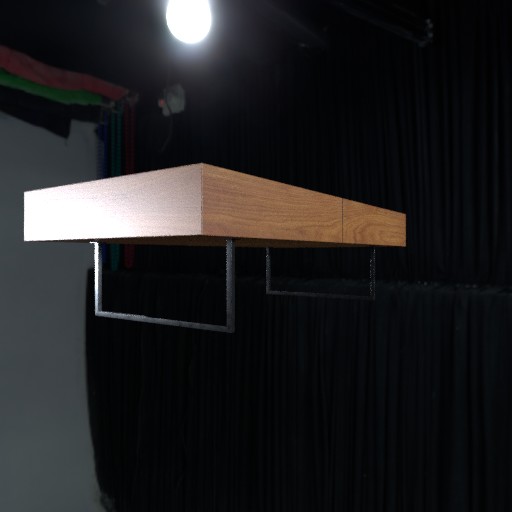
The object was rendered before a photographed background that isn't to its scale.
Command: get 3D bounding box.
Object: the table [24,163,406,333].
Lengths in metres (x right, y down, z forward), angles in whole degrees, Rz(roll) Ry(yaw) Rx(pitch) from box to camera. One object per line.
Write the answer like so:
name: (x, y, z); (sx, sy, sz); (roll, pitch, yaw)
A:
table: (0.000, 0.000, 1.446); (0.610, 0.330, 1.194); (0, 0, 35)
